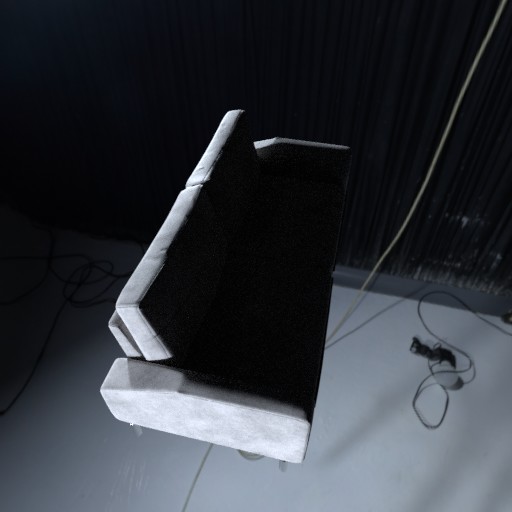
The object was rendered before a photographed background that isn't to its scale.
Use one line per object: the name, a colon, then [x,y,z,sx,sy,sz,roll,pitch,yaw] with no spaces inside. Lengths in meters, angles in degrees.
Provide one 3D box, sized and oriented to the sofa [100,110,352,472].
sofa: [0.000,0.000,2.336,0.849,0.859,1.837,9,46,9]
